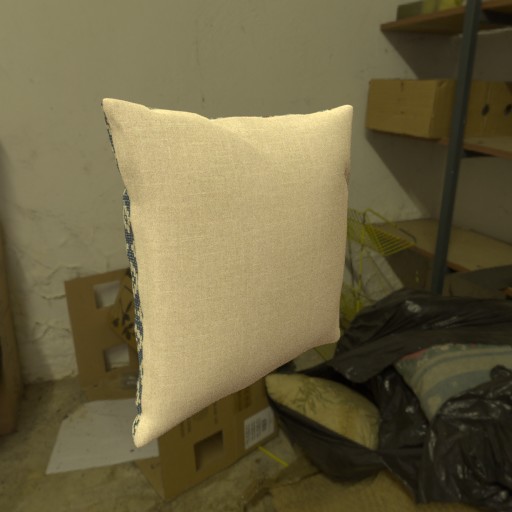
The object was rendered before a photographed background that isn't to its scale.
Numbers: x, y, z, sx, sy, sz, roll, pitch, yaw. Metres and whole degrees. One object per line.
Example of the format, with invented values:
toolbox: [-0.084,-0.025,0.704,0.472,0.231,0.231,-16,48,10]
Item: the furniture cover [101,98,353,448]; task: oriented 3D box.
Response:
furniture cover: [0.000,0.000,0.655,0.431,0.431,0.139,-16,23,-41]
